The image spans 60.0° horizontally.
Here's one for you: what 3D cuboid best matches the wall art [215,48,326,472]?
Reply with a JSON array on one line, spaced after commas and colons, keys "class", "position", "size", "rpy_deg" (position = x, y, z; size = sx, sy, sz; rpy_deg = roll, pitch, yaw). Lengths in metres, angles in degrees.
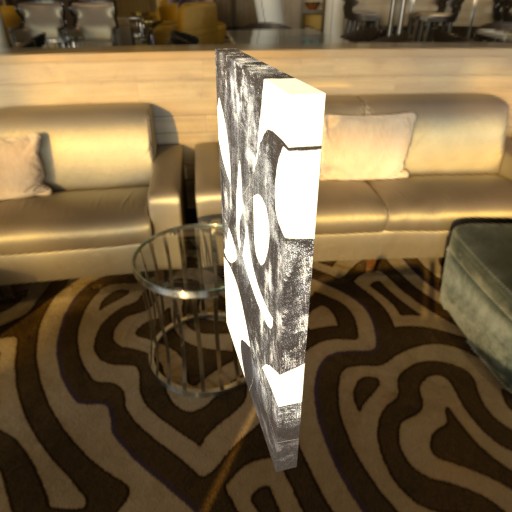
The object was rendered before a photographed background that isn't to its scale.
[{"class": "wall art", "position": [0.000, 0.000, 0.764], "size": [0.039, 0.610, 0.407], "rpy_deg": [-8, 32, -13]}]
